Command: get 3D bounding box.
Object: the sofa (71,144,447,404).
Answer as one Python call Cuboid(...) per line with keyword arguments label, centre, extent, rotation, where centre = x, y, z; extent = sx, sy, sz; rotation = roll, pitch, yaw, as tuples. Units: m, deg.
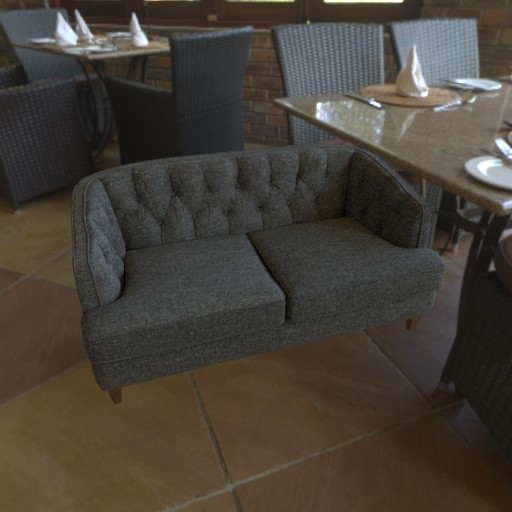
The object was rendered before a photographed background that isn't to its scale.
Cuboid(label="sofa", centre=(0.000, 0.000, 2.327), extent=(1.733, 0.855, 0.941), rotation=(-10, 32, -16))
